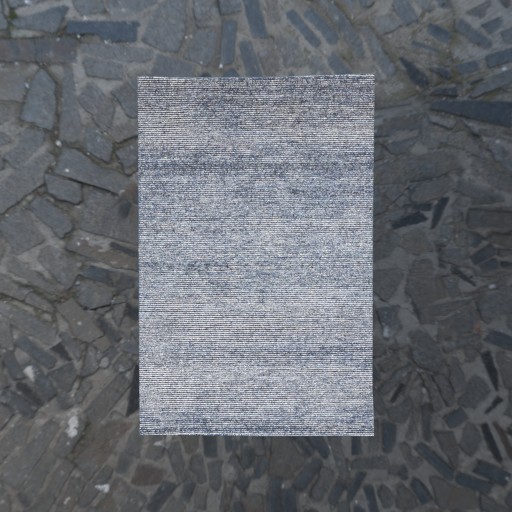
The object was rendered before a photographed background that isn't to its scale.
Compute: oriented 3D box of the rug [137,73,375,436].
[{"bbox_3d":[0.000,0.000,2.127,1.135,0.010,1.740,0,91,1],"label":"rug"}]
